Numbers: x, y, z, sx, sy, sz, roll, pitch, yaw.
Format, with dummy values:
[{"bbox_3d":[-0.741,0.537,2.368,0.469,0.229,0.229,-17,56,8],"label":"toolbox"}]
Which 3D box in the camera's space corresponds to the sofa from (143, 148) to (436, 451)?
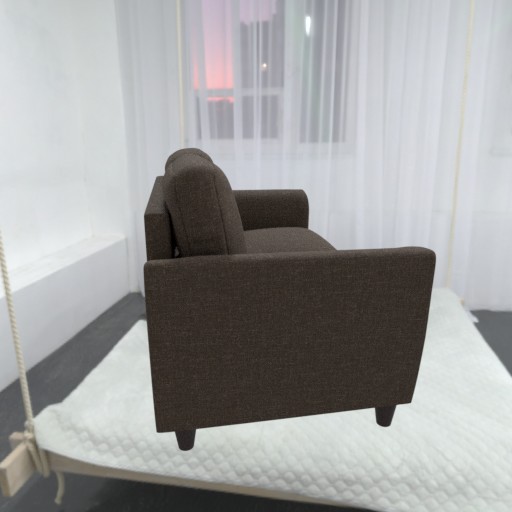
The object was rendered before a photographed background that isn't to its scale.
[{"bbox_3d":[0.000,0.000,1.921,0.851,0.885,1.423,-3,16,-10],"label":"sofa"}]
